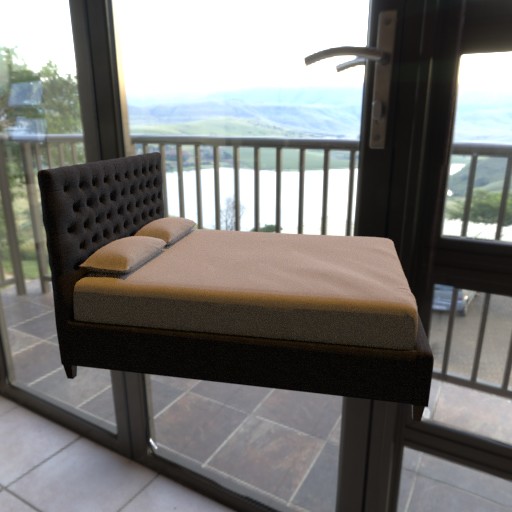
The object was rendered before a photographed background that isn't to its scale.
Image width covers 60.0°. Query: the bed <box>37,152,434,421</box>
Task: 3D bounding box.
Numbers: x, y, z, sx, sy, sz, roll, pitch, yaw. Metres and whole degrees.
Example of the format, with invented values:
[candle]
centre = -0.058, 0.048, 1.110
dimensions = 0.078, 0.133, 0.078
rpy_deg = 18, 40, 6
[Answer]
[bed]
centre = 0.000, 0.000, 3.401
dimensions = 2.387, 1.427, 1.698
rpy_deg = 3, 17, 11
